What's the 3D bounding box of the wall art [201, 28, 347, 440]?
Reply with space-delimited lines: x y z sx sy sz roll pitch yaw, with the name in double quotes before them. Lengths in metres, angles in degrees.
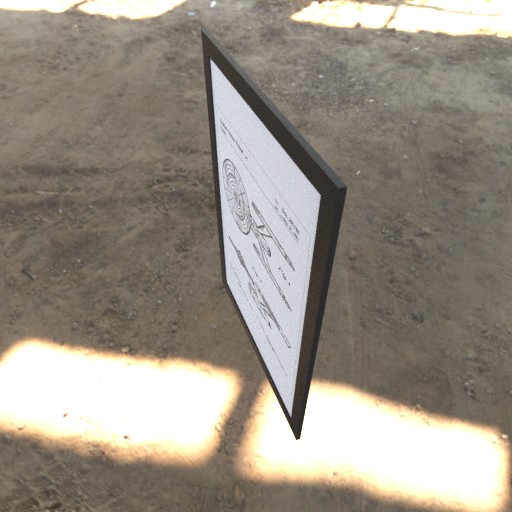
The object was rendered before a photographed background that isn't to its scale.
"wall art" 0.000 0.000 0.675 0.008 0.530 0.379 -16 49 -15
